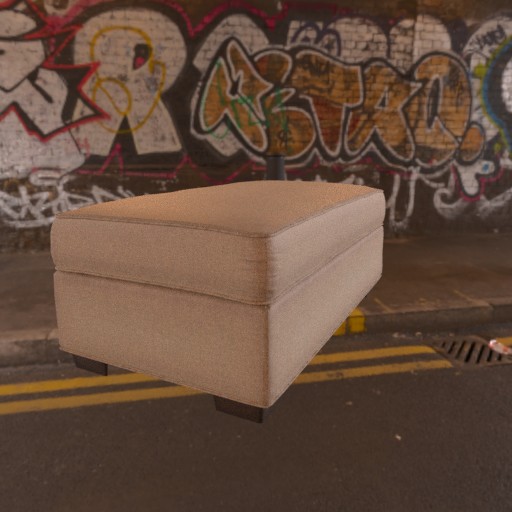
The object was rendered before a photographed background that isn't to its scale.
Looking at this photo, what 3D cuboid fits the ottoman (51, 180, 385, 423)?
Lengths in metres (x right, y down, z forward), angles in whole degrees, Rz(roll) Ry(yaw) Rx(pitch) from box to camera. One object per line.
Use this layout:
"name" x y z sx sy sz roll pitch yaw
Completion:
"ottoman" 0.000 0.000 1.455 0.617 0.448 1.097 7 15 26
